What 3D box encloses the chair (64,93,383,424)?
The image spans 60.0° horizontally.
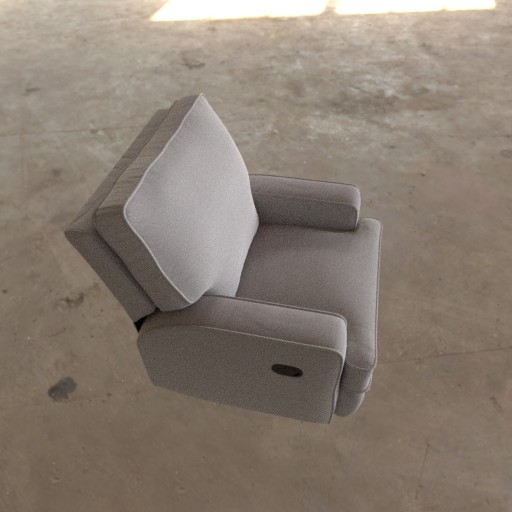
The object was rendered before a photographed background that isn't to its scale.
[{"bbox_3d":[0.000,0.000,1.697,0.969,0.964,0.861,9,47,9],"label":"chair"}]
